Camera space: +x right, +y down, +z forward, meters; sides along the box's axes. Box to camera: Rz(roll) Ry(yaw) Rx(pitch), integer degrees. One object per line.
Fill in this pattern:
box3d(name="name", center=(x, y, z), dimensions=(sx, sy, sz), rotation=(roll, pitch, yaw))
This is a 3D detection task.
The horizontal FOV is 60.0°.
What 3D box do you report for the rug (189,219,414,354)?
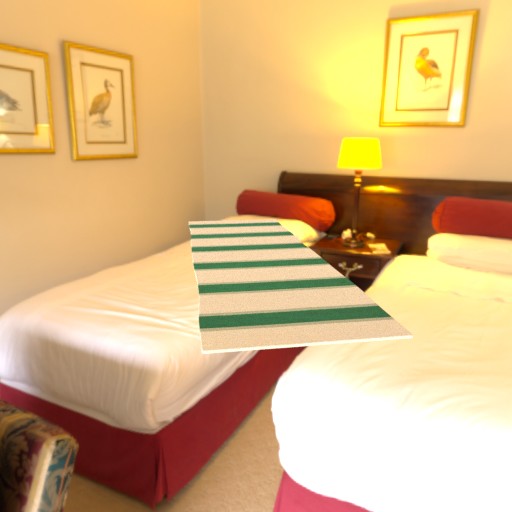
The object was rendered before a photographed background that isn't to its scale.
box3d(name="rug", center=(0.000, 0.000, 2.703), dimensions=(0.768, 0.012, 2.438), rotation=(-2, 15, -9))
